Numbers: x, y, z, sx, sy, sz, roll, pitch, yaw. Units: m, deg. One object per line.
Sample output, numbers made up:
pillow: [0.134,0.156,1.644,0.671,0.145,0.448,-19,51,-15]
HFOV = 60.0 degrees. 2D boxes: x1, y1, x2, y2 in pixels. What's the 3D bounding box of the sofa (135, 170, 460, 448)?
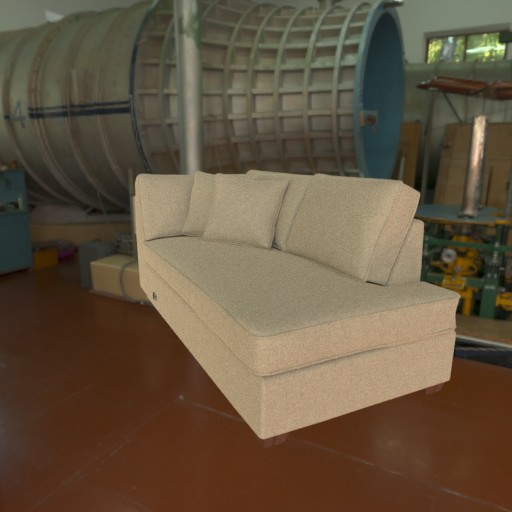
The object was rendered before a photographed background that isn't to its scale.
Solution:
sofa: [0.000,0.000,2.809,1.110,1.033,2.237,-7,16,-26]
